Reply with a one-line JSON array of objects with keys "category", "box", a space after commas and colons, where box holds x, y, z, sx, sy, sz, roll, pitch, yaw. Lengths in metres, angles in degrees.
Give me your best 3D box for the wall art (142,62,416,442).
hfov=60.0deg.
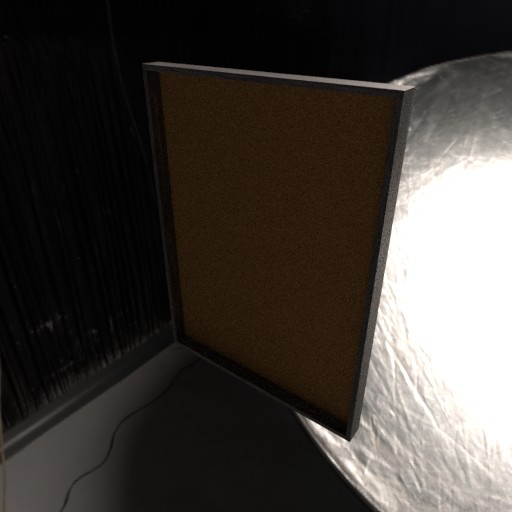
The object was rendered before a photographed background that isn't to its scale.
[{"category": "wall art", "box": [0.000, 0.000, 1.323, 0.762, 1.016, 0.063, 20, 35, 32]}]
